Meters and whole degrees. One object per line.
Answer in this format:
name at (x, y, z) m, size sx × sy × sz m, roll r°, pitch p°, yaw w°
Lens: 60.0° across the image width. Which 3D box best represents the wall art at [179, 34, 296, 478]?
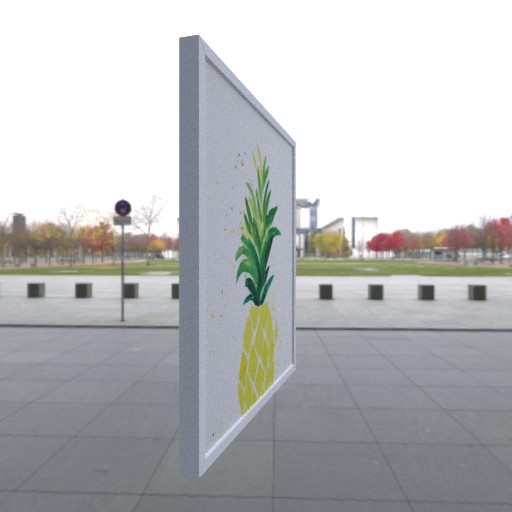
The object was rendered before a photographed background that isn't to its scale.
wall art at (0.000, 0.000, 1.128) m, size 0.038 × 0.761 × 0.763 m, roll 0°, pitch 0°, yaw 18°
